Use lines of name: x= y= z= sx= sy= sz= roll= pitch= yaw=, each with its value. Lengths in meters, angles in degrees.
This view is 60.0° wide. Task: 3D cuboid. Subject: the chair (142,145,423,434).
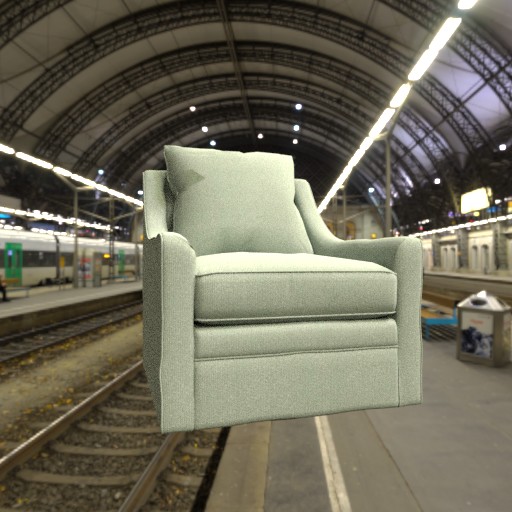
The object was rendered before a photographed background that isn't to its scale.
chair: x=0.000 y=0.000 z=1.590 sx=0.760 sy=0.926 sz=0.870 roll=0 pitch=-1 yaw=-18
